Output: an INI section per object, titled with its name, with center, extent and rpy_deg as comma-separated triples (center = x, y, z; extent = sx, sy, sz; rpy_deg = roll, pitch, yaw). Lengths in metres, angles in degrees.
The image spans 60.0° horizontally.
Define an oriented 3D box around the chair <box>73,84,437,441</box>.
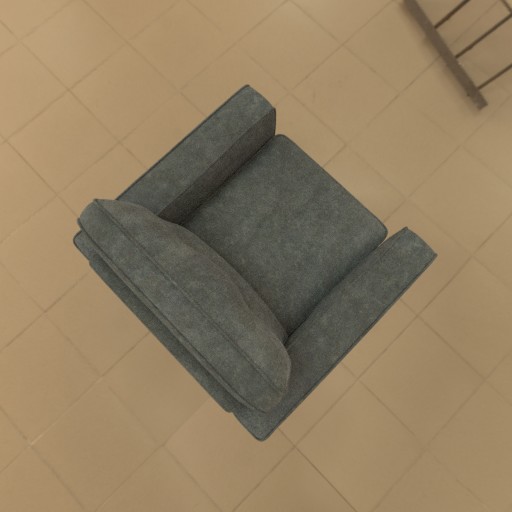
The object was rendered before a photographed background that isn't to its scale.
[chair]
center = 0.000, 0.000, 1.775
extent = 0.939, 0.965, 1.015
rpy_deg = -44, 81, -9
